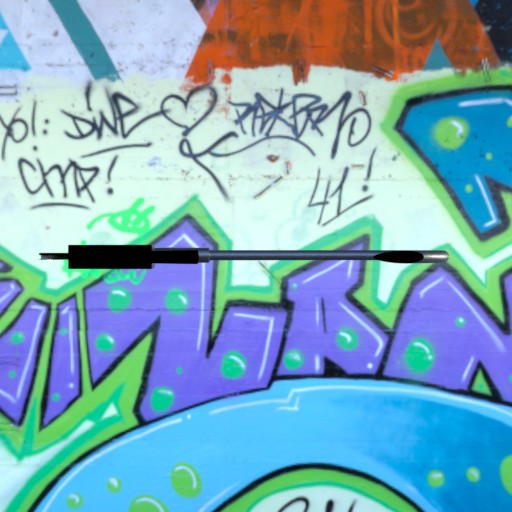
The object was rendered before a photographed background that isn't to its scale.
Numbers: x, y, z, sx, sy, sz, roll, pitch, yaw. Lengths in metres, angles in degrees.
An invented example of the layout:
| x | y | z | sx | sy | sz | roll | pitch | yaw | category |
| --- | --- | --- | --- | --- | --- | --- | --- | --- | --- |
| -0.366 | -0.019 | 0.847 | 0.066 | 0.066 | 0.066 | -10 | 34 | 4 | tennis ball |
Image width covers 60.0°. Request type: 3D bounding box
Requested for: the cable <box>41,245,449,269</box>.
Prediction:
| x | y | z | sx | sy | sz | roll | pitch | yaw | category |
| --- | --- | --- | --- | --- | --- | --- | --- | --- | --- |
| 0.000 | 0.000 | 0.114 | 0.098 | 0.006 | 0.040 | 0 | 1 | -1 | cable |
